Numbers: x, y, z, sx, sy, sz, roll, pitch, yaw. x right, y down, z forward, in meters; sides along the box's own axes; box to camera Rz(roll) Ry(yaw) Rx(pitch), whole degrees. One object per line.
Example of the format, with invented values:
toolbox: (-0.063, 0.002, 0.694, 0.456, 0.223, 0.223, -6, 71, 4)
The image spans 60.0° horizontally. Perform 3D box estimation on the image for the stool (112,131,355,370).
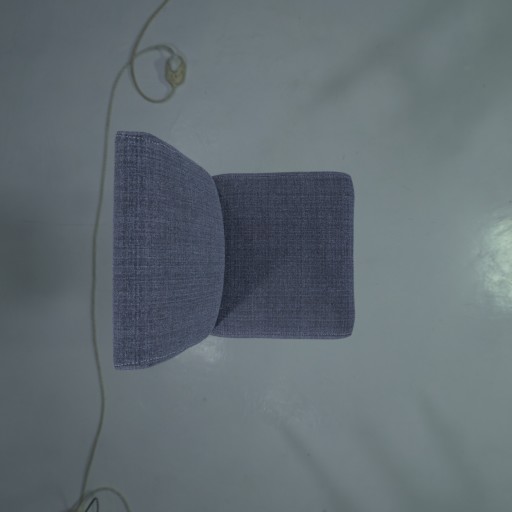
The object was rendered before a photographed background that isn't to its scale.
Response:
stool: (0.000, 0.000, 1.277, 0.526, 1.010, 0.459, 0, 89, -1)
